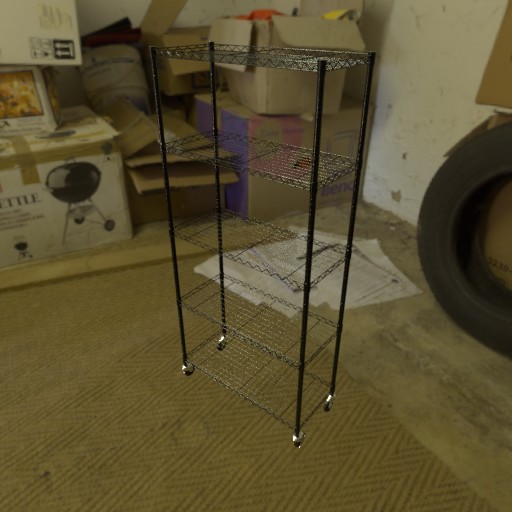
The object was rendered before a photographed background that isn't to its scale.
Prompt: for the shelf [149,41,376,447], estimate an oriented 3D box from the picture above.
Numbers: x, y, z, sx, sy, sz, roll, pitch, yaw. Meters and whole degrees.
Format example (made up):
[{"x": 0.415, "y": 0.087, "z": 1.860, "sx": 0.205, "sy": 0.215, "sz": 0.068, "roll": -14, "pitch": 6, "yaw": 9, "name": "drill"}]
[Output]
[{"x": 0.000, "y": 0.000, "z": 1.937, "sx": 0.762, "sy": 1.645, "sz": 0.356, "roll": 21, "pitch": 36, "yaw": 33, "name": "shelf"}]
